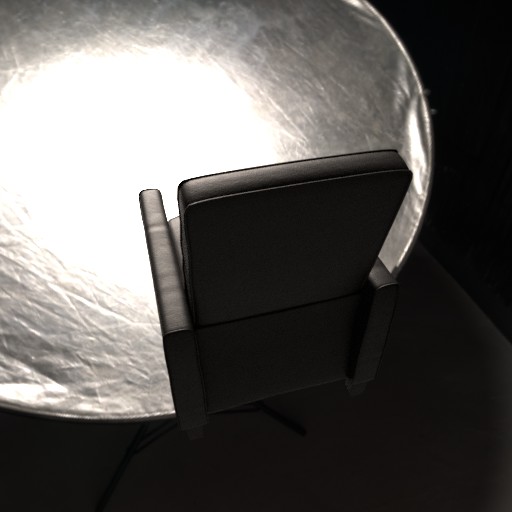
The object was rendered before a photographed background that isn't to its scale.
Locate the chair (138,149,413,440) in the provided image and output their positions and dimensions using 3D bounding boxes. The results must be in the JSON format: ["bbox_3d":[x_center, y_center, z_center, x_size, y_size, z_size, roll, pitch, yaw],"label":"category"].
[{"bbox_3d":[0.000,0.000,1.489,0.705,1.013,0.746,-11,41,-13],"label":"chair"}]
